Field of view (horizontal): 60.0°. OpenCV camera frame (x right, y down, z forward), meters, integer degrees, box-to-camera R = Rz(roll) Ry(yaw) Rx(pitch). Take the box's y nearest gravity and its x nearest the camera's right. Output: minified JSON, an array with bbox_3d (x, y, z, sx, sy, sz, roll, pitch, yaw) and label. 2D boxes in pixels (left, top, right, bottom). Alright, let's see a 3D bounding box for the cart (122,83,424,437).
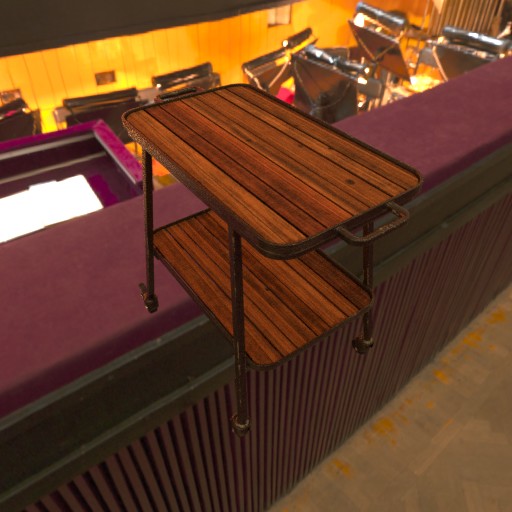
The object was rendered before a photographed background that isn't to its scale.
[{"bbox_3d":[0.000,0.000,1.256,0.515,0.700,0.806,-25,47,-26],"label":"cart"}]
